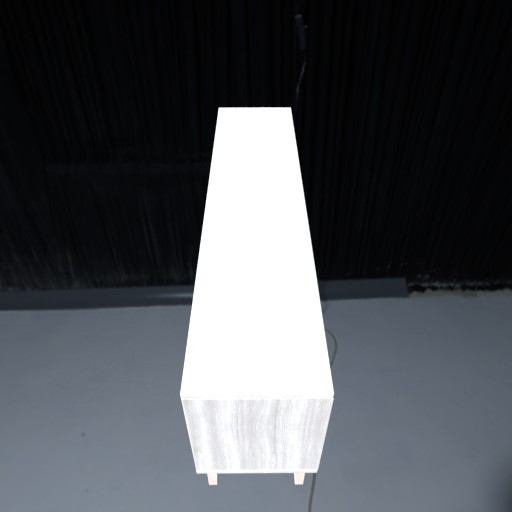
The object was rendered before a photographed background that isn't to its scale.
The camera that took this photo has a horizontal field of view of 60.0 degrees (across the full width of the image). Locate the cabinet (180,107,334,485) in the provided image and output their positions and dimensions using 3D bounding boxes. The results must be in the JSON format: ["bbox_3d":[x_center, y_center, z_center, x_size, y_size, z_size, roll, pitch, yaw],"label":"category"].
[{"bbox_3d":[0.000,0.000,2.500,0.499,0.779,2.198,0,42,0],"label":"cabinet"}]
